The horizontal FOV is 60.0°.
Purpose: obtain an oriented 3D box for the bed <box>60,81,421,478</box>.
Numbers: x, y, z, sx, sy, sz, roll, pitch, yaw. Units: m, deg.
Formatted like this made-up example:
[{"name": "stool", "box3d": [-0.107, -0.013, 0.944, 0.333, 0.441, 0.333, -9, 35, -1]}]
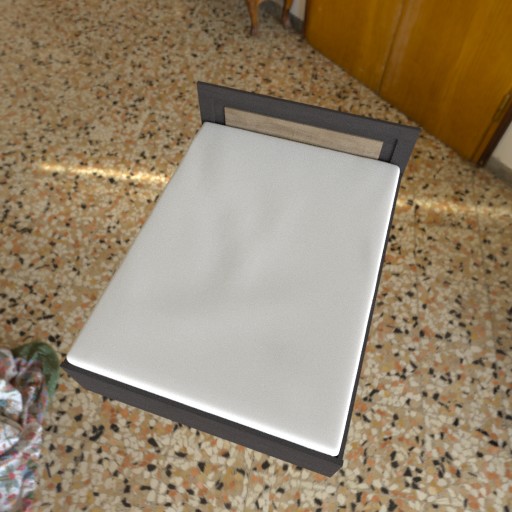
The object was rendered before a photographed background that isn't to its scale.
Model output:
[{"name": "bed", "box3d": [0.000, 0.000, 2.846, 1.585, 0.823, 2.073, 16, 58, 10]}]
